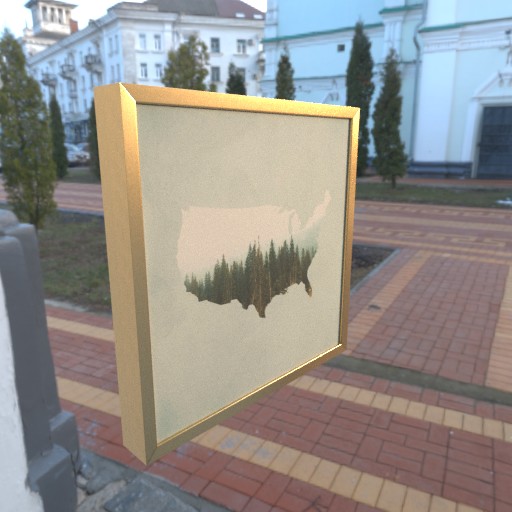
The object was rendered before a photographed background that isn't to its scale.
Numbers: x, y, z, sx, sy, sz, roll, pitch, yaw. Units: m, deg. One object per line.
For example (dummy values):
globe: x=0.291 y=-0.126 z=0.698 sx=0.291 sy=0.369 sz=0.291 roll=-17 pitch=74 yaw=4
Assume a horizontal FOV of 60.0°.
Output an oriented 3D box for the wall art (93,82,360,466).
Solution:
wall art: x=0.000 y=0.000 z=0.456 sx=0.038 sy=0.304 sz=0.304 roll=13 pitch=19 yaw=43
